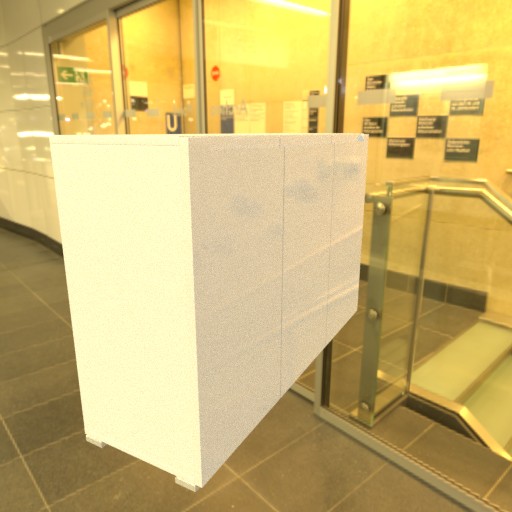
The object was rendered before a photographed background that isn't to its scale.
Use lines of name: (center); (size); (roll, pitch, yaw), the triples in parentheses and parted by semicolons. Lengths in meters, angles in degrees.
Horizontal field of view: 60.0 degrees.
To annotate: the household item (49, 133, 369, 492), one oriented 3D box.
household item: (0.000, 0.000, 1.635); (0.420, 0.867, 1.300); (9, 18, 28)
